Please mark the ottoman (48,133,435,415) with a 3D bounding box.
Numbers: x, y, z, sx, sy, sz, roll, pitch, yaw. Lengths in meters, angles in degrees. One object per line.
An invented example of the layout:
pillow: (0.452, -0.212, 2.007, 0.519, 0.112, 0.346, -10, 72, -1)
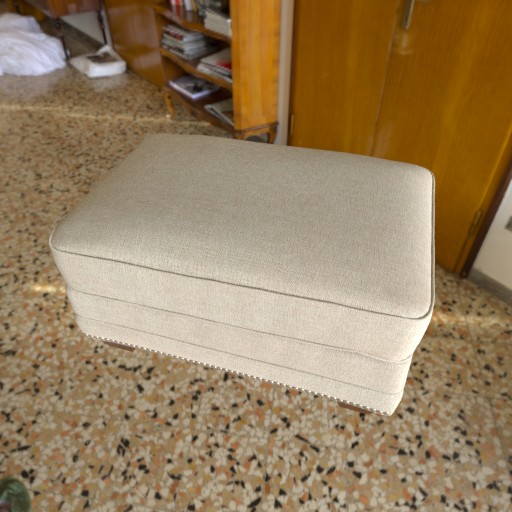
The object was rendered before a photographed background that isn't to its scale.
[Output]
ottoman: (0.000, 0.000, 1.150, 0.813, 0.458, 0.559, 11, 43, 12)
